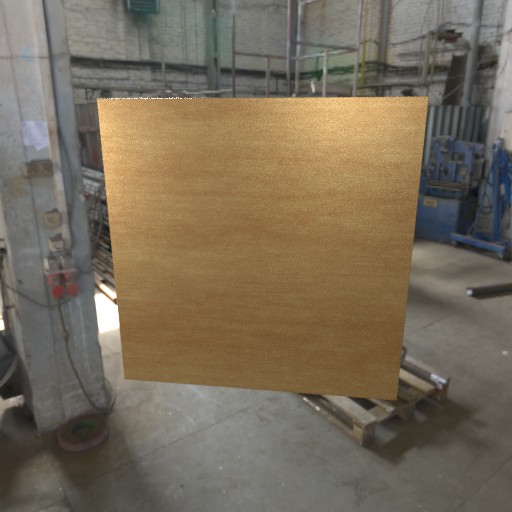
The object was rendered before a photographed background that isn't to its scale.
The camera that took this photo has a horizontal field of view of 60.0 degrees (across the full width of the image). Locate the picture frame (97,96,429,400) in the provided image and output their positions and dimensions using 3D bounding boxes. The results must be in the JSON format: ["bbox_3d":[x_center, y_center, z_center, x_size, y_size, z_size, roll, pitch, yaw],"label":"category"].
[{"bbox_3d":[0.000,0.000,1.132,0.758,0.761,0.037,2,17,7],"label":"picture frame"}]
